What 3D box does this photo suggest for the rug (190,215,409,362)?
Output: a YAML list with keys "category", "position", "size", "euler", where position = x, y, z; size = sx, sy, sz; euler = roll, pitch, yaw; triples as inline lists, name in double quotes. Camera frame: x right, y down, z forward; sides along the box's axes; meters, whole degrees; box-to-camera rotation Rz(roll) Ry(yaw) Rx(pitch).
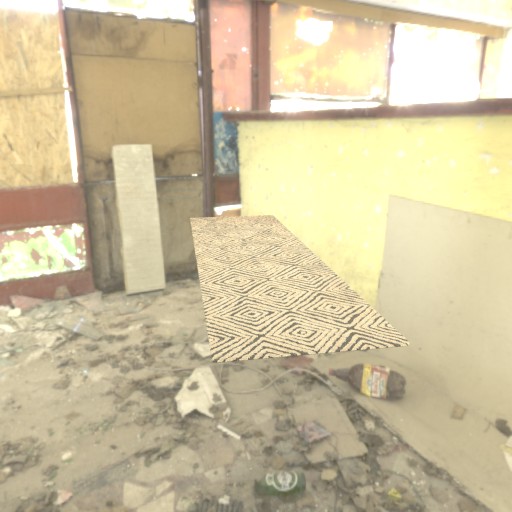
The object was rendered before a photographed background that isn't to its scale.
- category: "rug"
  position: [0.000, 0.000, 2.528]
  size: [0.676, 0.008, 2.277]
  euler: [-3, 17, -9]
